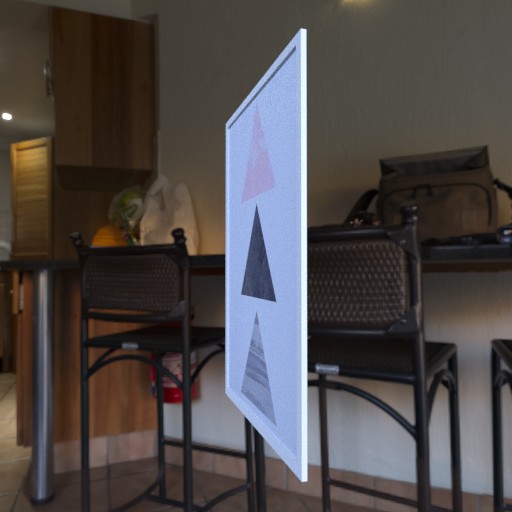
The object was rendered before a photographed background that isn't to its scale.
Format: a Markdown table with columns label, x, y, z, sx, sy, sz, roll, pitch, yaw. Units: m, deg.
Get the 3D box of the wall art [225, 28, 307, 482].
| label | x | y | z | sx | sy | sz | roll | pitch | yaw |
| --- | --- | --- | --- | --- | --- | --- | --- | --- | --- |
| wall art | 0.000 | 0.000 | 1.234 | 0.013 | 0.940 | 0.659 | 0 | -1 | -18 |
